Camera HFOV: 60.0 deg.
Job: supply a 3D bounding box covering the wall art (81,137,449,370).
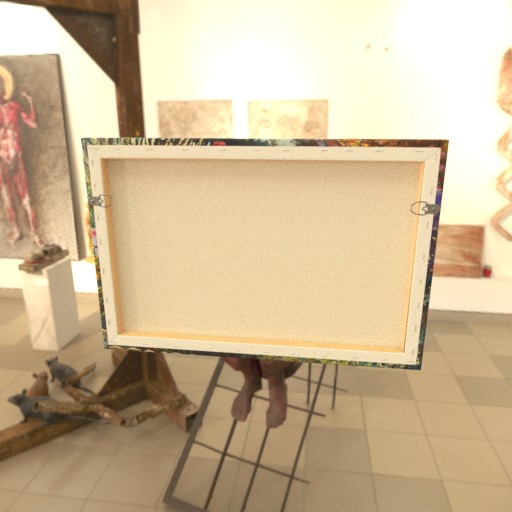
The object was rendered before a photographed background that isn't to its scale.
[{"bbox_3d":[0.000,0.000,1.483,1.136,0.760,0.042,2,17,7],"label":"wall art"}]
